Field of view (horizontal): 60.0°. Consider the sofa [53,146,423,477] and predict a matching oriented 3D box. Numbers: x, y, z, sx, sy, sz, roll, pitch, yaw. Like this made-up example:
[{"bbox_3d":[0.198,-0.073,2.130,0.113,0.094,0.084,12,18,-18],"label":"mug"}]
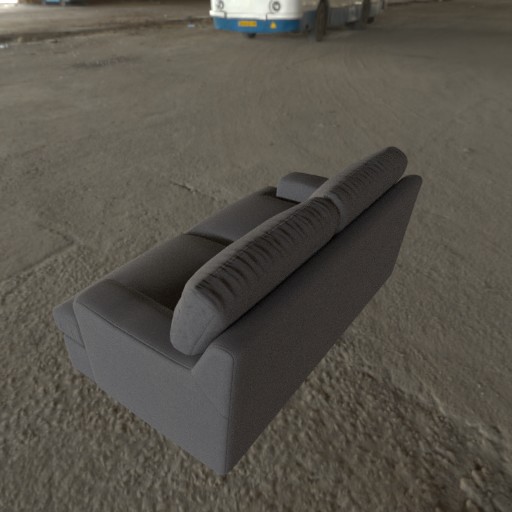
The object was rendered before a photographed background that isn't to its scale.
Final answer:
[{"bbox_3d":[0.000,0.000,2.423,1.143,0.940,1.880,21,38,30],"label":"sofa"}]
